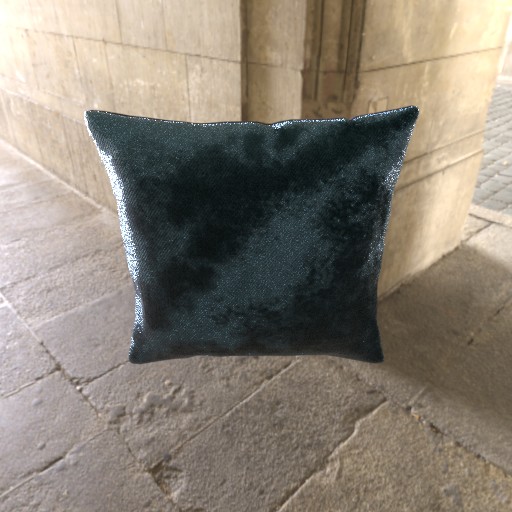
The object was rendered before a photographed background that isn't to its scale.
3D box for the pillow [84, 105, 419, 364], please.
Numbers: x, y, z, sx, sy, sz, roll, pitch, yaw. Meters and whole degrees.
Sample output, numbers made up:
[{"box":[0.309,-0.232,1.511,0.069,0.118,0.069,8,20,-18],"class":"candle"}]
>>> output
[{"box":[0.000,0.000,0.655,0.436,0.430,0.138,0,31,1],"class":"pillow"}]
